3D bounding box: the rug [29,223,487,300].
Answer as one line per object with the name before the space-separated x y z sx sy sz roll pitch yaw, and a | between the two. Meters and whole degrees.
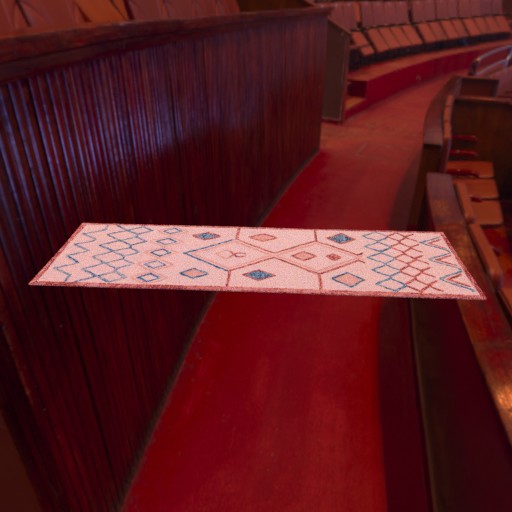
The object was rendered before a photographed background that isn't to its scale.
rug | 0.000 0.000 2.670 2.435 0.011 0.750 2 31 3
